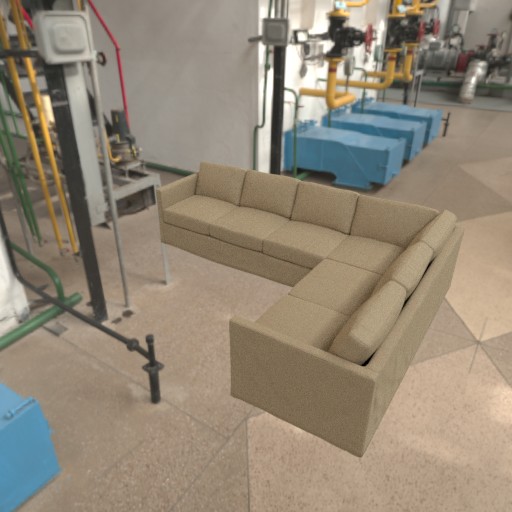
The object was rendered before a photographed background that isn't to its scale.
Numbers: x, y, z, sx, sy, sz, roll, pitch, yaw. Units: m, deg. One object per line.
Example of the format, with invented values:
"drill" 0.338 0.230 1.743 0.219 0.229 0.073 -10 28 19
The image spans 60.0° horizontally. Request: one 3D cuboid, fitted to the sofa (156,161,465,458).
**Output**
"sofa" 0.000 0.000 4.204 3.182 0.871 2.432 18 34 29
